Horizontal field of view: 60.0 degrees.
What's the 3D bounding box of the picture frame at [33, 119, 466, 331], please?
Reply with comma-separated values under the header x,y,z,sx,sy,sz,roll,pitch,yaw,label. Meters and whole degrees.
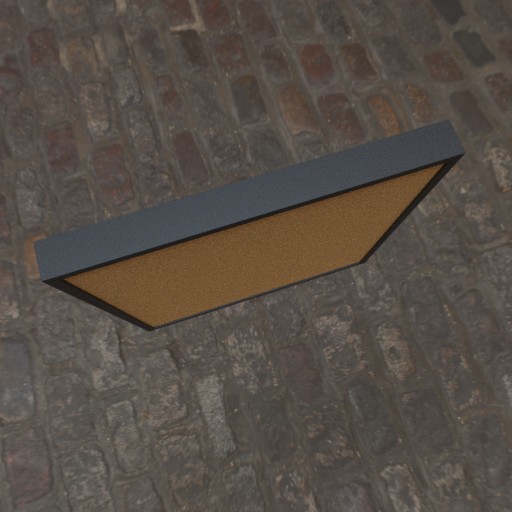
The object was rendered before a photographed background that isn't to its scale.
x,y,z,sx,sy,sz,roll,pitch,yaw,label
0.000,0.000,0.471,0.317,0.317,0.030,-17,75,-5,picture frame
